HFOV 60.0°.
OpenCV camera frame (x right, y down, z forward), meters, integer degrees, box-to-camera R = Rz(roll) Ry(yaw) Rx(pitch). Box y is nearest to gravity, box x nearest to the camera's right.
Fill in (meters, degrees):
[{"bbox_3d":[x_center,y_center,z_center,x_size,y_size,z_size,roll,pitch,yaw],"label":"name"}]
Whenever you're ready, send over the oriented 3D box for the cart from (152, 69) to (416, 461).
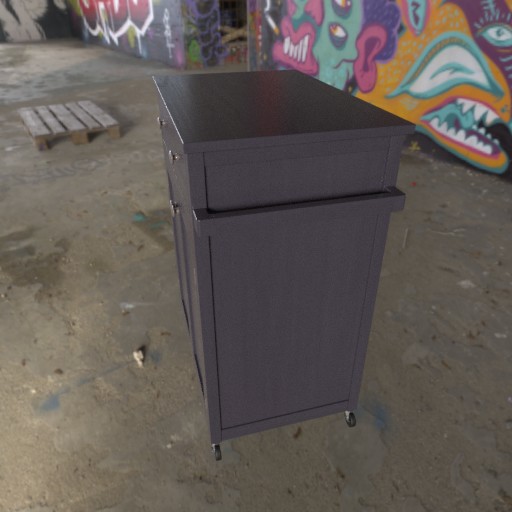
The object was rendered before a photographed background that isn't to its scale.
[{"bbox_3d":[0.000,0.000,1.269,0.449,0.878,0.690,-8,32,-13],"label":"cart"}]
